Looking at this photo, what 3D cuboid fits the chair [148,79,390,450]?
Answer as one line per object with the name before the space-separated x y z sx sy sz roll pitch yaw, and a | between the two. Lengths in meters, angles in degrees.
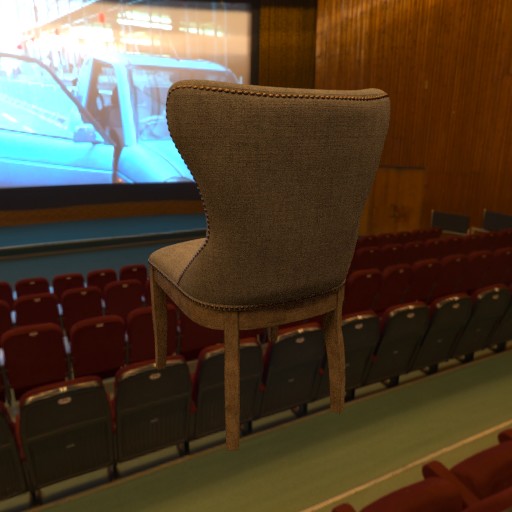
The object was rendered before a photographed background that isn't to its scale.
chair | 0.000 0.000 1.428 0.654 1.002 0.681 -8 18 -27
